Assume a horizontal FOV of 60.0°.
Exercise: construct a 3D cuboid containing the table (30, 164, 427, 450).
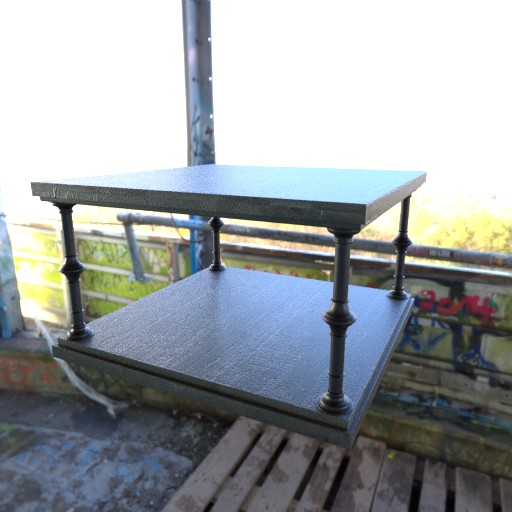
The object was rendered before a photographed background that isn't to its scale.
[{"bbox_3d":[0.000,0.000,1.117,0.696,0.400,0.696,8,17,26],"label":"table"}]
